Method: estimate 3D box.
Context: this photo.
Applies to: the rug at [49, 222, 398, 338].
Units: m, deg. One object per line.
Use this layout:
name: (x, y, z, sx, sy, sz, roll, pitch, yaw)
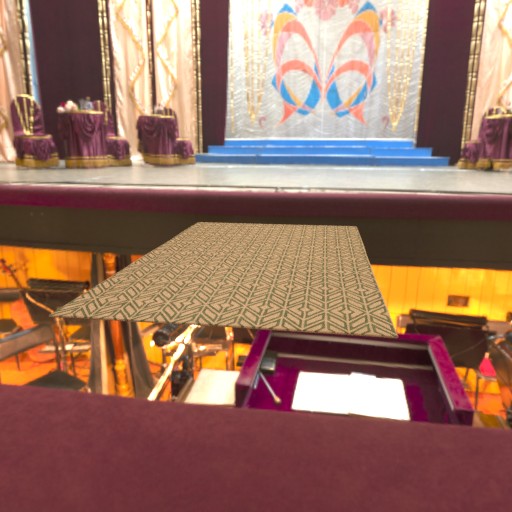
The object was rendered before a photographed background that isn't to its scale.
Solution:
rug: (0.000, 0.000, 3.042, 1.517, 0.011, 2.435, 2, 14, 8)
